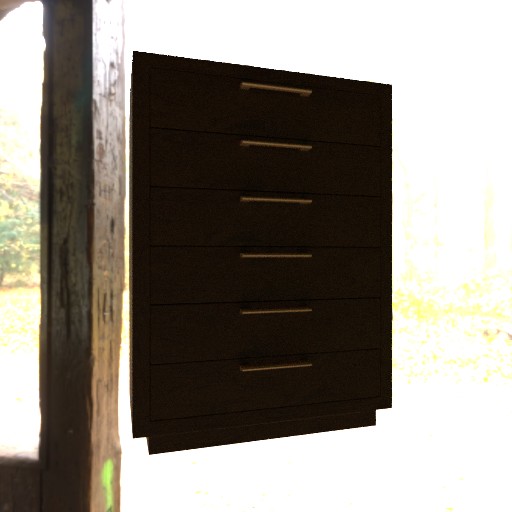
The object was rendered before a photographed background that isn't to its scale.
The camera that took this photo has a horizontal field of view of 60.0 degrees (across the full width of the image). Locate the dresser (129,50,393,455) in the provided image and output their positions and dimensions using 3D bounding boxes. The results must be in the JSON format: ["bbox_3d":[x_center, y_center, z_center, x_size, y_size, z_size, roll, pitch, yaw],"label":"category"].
[{"bbox_3d":[0.000,0.000,1.768,0.964,1.320,0.516,0,0,-17],"label":"dresser"}]
